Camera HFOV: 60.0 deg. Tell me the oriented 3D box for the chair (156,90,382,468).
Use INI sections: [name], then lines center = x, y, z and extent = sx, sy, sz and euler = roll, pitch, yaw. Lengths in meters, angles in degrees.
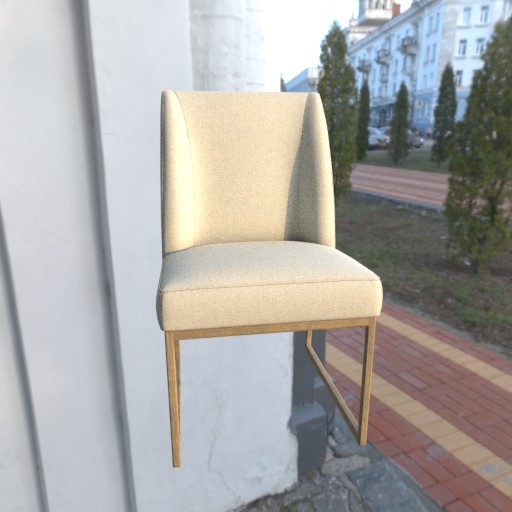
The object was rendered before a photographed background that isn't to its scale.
[chair]
center = 0.000, 0.000, 1.184
extent = 0.508, 0.863, 0.522
euler = -3, 16, -9
